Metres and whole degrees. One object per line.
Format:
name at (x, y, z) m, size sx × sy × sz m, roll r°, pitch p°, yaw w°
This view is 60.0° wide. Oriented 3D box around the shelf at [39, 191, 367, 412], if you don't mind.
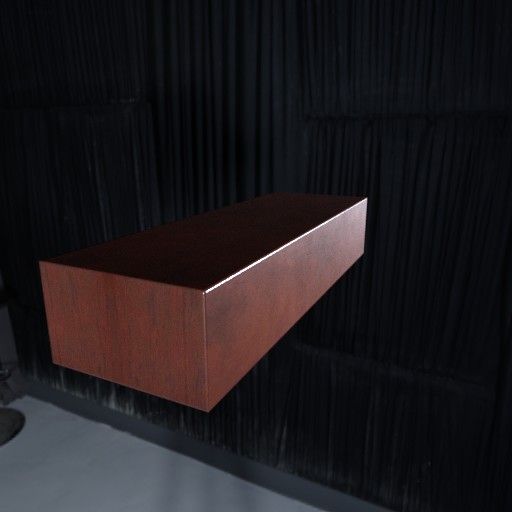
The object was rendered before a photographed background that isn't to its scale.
shelf at (0.000, 0.000, 0.522) m, size 0.152 × 0.088 × 0.457 m, roll 8°, pitch 17°, yaw 25°
